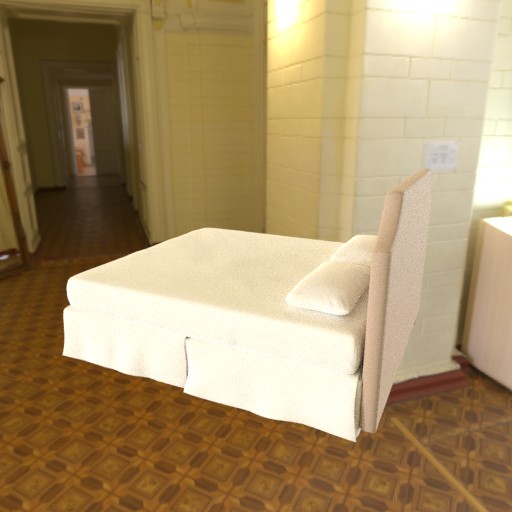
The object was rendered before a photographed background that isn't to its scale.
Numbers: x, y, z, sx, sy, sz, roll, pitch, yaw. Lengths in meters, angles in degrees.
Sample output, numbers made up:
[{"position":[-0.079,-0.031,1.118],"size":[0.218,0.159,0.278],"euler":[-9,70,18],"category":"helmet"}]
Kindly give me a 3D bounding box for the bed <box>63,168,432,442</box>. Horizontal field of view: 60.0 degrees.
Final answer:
[{"position":[0.000,0.000,4.147],"size":[2.773,1.590,2.350],"euler":[8,18,25],"category":"bed"}]
